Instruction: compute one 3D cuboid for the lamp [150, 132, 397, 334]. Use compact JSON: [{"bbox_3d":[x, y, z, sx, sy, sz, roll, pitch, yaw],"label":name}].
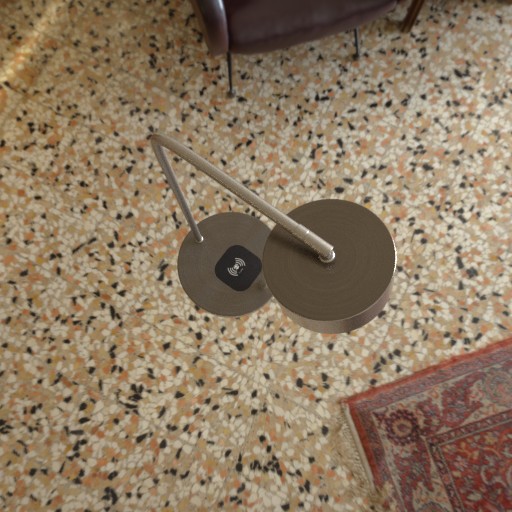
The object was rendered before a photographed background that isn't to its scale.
[{"bbox_3d":[0.000,0.000,0.664,0.334,0.469,0.211,36,79,8],"label":"lamp"}]
